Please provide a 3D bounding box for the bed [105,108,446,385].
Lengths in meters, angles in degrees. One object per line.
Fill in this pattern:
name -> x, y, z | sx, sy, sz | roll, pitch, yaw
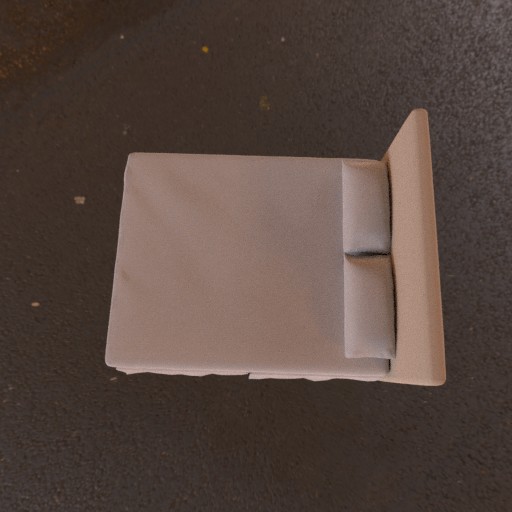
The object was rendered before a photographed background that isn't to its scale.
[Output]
bed -> 0.000, 0.000, 3.217 | 2.142, 1.330, 1.748 | 2, 76, 0
